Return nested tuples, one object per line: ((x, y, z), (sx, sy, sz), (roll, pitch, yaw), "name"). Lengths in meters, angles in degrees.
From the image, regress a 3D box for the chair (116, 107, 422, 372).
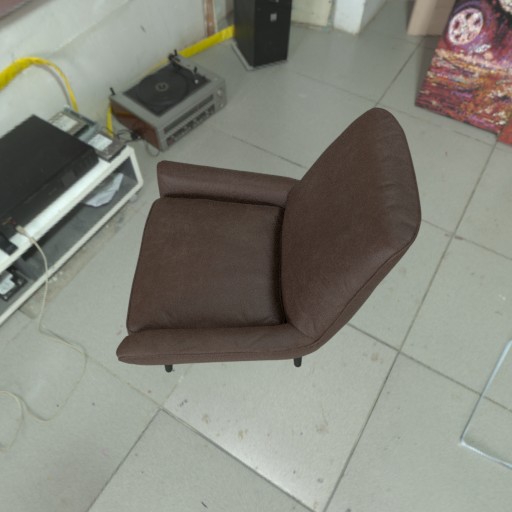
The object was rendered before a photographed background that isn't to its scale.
((0.000, 0.000, 1.508), (0.824, 0.888, 0.787), (2, 57, 1), "chair")
